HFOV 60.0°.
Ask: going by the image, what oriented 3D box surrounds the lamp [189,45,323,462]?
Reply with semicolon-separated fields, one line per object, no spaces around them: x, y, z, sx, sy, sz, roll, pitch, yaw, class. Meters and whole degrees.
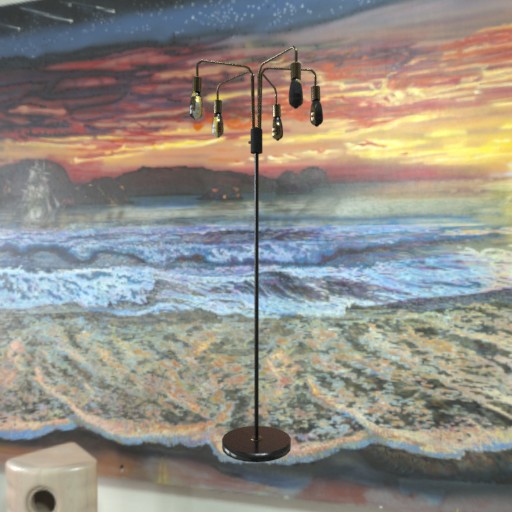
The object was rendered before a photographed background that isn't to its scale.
0.000;0.000;1.998;0.599;1.721;0.572;0;-1;-19;lamp
